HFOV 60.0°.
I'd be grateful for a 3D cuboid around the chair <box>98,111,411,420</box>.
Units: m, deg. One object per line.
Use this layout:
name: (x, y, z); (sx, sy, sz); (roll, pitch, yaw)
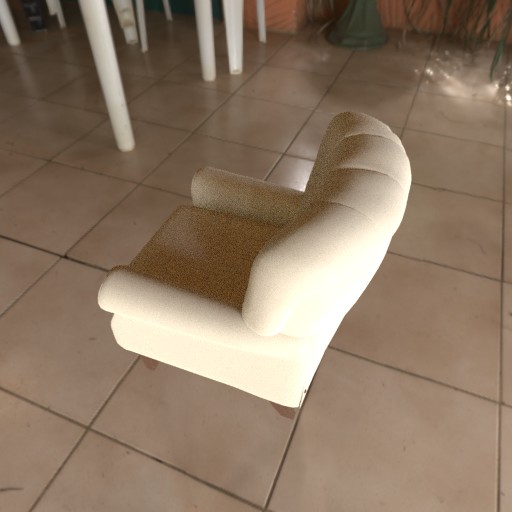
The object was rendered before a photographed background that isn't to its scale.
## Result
chair: (0.000, 0.000, 2.021); (1.132, 1.169, 1.035); (15, 46, 15)
